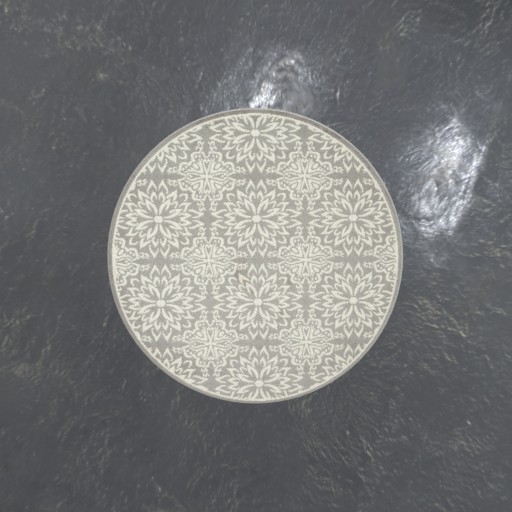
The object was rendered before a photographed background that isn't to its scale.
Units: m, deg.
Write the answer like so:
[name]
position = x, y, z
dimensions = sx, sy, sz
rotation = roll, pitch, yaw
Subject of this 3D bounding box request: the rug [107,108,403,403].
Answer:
[rug]
position = 0.000, 0.000, 2.387
dimensions = 1.593, 0.012, 1.593
rotation = 0, 90, -1
